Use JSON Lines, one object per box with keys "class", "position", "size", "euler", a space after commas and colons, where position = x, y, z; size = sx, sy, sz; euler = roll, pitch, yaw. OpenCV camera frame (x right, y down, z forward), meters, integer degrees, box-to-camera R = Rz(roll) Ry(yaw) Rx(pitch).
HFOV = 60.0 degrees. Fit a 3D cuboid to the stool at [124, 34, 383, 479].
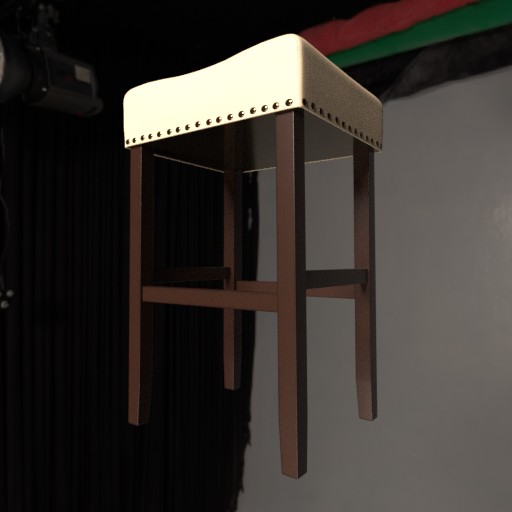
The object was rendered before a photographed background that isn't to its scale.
{"class": "stool", "position": [0.000, 0.000, 1.028], "size": [0.471, 0.762, 0.401], "euler": [0, -1, 36]}
